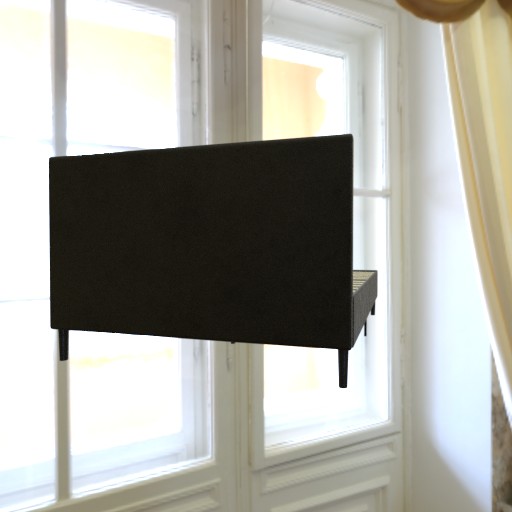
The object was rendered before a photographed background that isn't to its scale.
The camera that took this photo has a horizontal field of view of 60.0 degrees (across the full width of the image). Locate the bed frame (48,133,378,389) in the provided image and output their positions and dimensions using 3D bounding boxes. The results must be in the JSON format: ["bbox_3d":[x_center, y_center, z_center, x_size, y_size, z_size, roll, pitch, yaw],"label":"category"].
[{"bbox_3d":[0.000,0.000,3.278,1.634,1.127,2.318,0,1,18],"label":"bed frame"}]
